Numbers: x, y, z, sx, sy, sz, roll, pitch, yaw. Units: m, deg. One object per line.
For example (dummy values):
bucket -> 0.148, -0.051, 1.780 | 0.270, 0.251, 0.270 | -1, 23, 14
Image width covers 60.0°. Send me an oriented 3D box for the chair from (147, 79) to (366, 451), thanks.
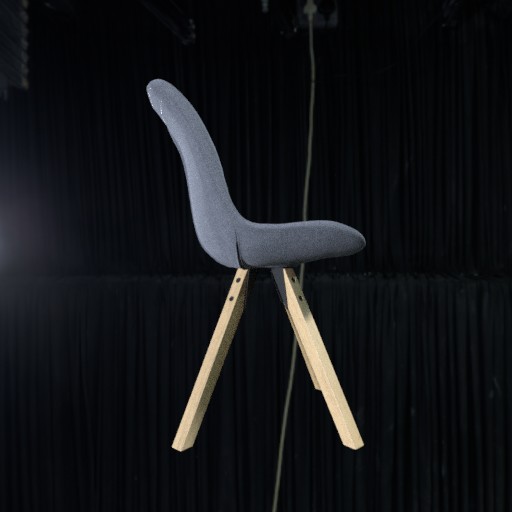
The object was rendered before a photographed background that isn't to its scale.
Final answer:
chair -> 0.000, 0.000, 1.191 | 0.550, 0.850, 0.485 | 0, 1, -1
